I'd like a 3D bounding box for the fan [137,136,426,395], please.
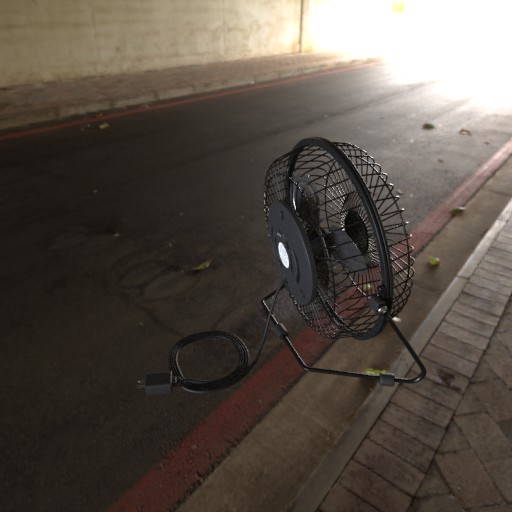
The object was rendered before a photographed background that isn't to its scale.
[{"bbox_3d":[0.000,0.000,0.378,0.227,0.188,0.209,-10,31,-17],"label":"fan"}]
